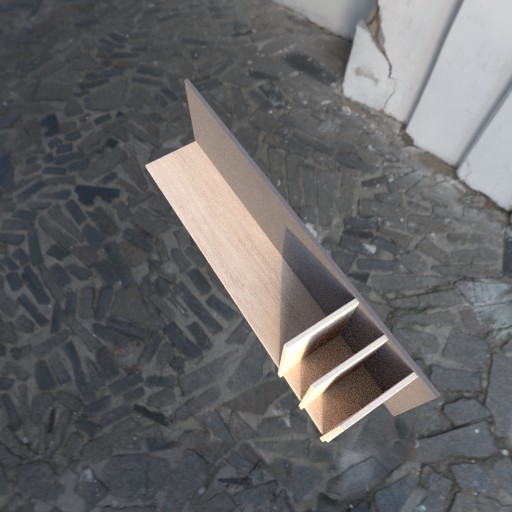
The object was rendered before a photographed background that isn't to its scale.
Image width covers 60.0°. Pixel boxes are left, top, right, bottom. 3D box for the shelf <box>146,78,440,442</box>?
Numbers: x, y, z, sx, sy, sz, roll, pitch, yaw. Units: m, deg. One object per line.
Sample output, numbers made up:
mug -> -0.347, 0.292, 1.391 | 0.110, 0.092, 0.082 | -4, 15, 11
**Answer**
shelf -> 0.000, 0.000, 1.163 | 0.200, 0.300, 1.020 | -30, 67, -14
